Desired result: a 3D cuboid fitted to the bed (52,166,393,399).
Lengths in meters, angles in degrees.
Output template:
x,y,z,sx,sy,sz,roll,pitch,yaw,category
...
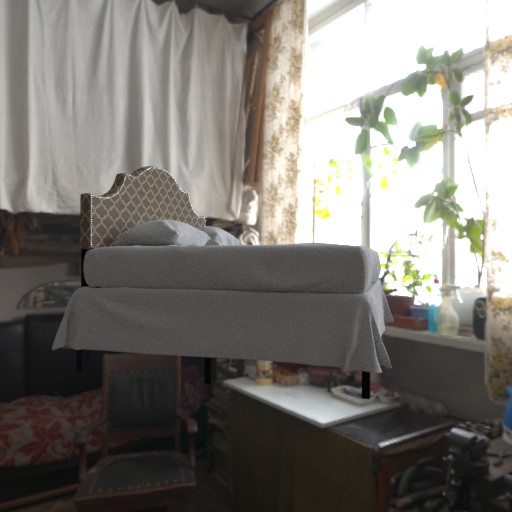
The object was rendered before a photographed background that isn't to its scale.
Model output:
x,y,z,sx,sy,sz,roll,pitch,yaw,category
0.000,0.000,3.761,2.222,1.601,2.314,0,0,18,bed
